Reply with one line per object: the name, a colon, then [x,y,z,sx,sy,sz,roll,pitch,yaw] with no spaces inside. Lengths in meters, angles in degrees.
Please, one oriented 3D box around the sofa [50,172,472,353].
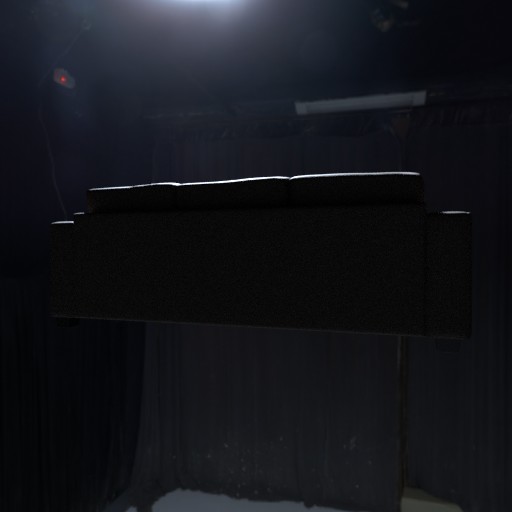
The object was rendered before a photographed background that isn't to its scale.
sofa: [0.000,0.000,2.566,2.160,0.806,0.900,0,1,18]
